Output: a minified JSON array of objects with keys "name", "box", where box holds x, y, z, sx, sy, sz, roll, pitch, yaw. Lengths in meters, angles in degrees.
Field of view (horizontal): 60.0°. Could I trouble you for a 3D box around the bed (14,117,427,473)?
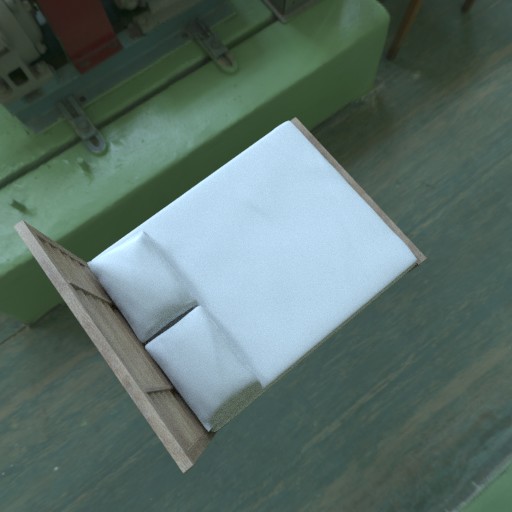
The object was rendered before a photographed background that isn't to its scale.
[{"name":"bed","box":[0.000,0.000,3.280,2.197,1.626,1.626,-38,78,-9]}]
